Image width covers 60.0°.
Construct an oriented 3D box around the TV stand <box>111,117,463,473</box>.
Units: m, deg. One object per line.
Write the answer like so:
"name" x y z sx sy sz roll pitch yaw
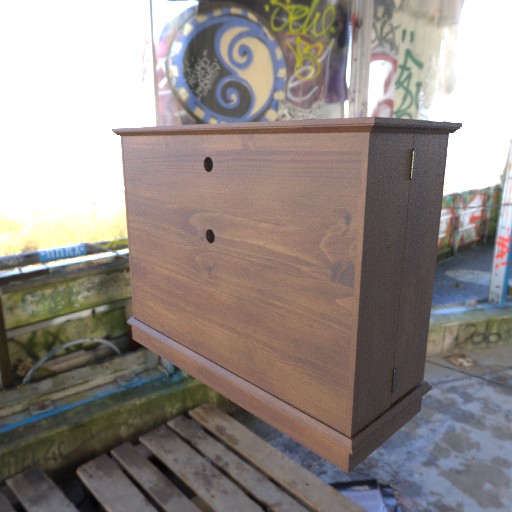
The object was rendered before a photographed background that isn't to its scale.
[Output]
"TV stand" 0.000 0.000 1.442 0.406 0.813 1.067 -14 20 -42
